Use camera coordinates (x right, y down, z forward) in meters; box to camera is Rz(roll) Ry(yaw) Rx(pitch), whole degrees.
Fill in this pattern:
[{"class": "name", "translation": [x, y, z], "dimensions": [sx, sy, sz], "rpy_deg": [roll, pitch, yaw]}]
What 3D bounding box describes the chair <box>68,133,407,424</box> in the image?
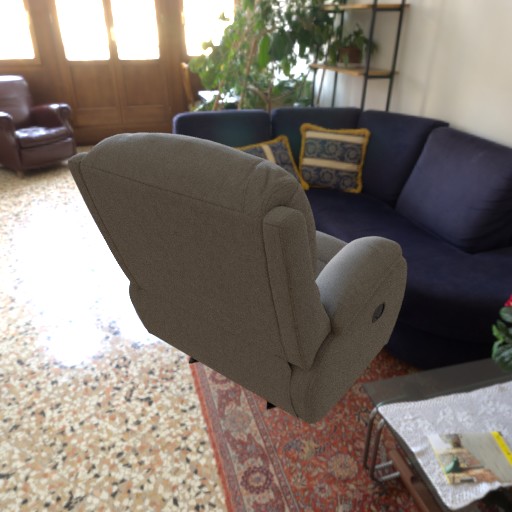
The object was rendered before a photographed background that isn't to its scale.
[{"class": "chair", "translation": [0.000, 0.000, 1.692], "dimensions": [0.930, 1.011, 0.899], "rpy_deg": [20, 34, 33]}]
